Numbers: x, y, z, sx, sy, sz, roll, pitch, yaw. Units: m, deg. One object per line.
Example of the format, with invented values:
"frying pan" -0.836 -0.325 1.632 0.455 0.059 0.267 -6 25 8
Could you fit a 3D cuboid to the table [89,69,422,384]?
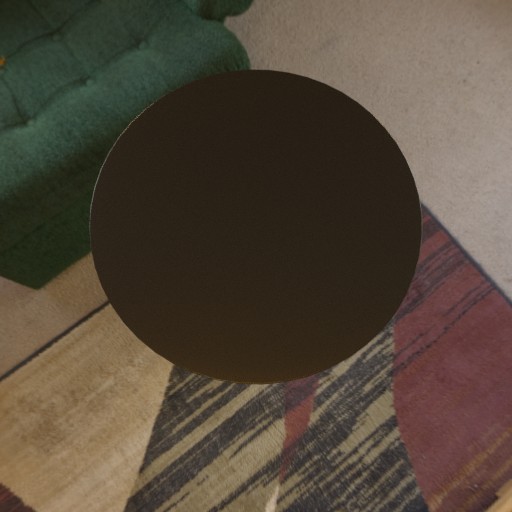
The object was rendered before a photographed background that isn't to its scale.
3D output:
"table" 0.000 0.000 1.093 0.597 0.618 0.597 0 75 0
